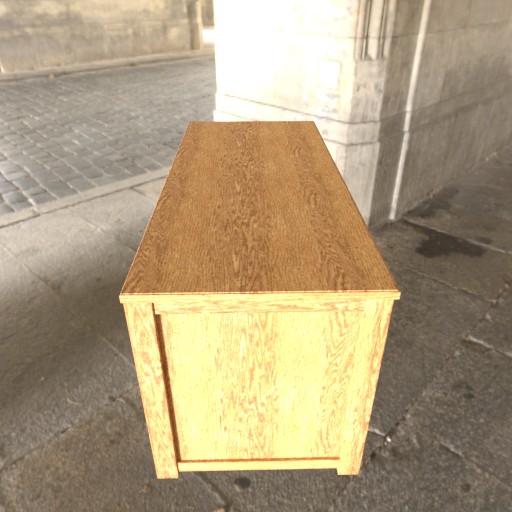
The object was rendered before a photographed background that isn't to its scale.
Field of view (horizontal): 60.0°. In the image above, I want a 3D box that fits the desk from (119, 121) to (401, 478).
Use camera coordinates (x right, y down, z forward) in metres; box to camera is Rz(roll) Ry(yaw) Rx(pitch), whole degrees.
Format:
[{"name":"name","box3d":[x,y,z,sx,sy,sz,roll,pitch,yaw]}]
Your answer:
[{"name":"desk","box3d":[0.000,0.000,1.922,0.685,0.751,1.567,-1,31,-1]}]
